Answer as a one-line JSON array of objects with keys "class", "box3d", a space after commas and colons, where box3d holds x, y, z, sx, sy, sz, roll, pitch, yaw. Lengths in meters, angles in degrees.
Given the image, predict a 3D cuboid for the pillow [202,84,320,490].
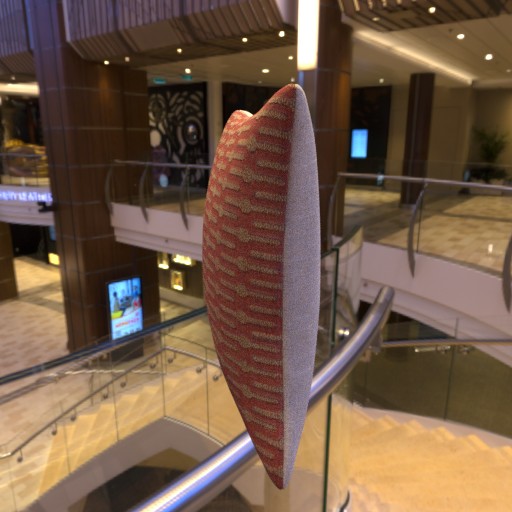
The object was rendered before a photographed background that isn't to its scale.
[{"class": "pillow", "box3d": [0.000, 0.000, 0.758, 0.182, 0.503, 0.511, -2, 15, -9]}]
